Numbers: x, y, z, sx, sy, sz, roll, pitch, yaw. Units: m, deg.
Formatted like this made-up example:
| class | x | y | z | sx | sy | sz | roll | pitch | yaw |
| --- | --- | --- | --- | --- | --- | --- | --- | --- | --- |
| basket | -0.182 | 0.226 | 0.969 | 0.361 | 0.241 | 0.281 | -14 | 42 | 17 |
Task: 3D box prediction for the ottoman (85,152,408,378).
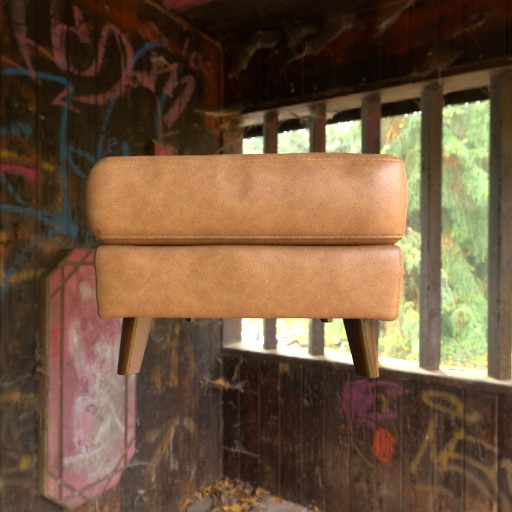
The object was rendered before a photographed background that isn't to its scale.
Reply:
| class | x | y | z | sx | sy | sz | roll | pitch | yaw |
| --- | --- | --- | --- | --- | --- | --- | --- | --- | --- |
| ottoman | 0.000 | 0.000 | 1.212 | 0.630 | 0.461 | 0.869 | 0 | 0 | 2 |
